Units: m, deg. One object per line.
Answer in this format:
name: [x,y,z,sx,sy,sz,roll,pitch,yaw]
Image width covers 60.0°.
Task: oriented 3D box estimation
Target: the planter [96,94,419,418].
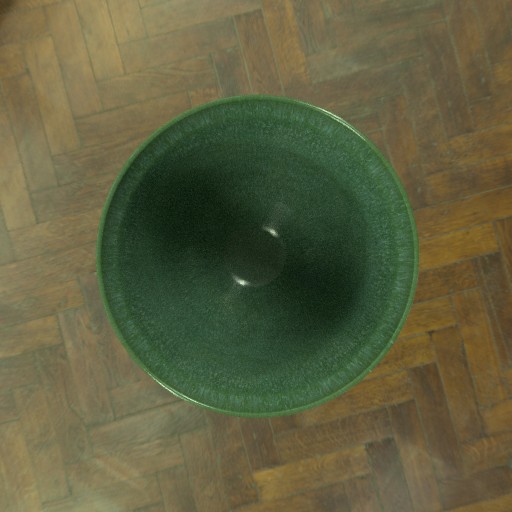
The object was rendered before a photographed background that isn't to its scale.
planter: [0.000,0.000,0.372,0.195,0.214,0.195,0,90,-1]
